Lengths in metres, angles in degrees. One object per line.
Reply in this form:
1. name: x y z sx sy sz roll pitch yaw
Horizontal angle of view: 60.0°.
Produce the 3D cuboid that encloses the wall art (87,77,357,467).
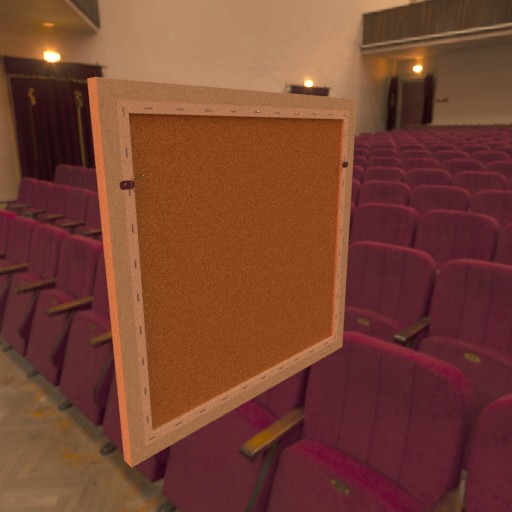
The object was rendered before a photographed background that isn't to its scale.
1. wall art: 0.000 0.000 1.455 1.016 1.016 0.045 -15 22 -43
